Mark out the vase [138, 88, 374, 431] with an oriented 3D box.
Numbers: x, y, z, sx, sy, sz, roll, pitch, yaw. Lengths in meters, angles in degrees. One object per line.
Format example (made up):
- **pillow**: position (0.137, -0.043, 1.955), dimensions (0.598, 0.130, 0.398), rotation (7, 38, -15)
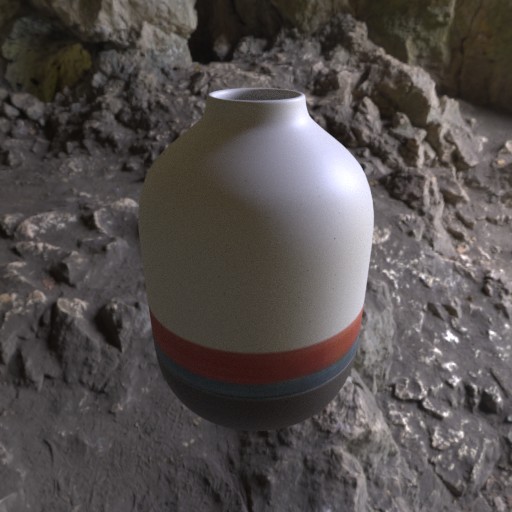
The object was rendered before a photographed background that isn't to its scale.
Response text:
- **vase**: position (0.000, 0.000, 0.342), dimensions (0.169, 0.237, 0.169), rotation (0, 27, 0)
